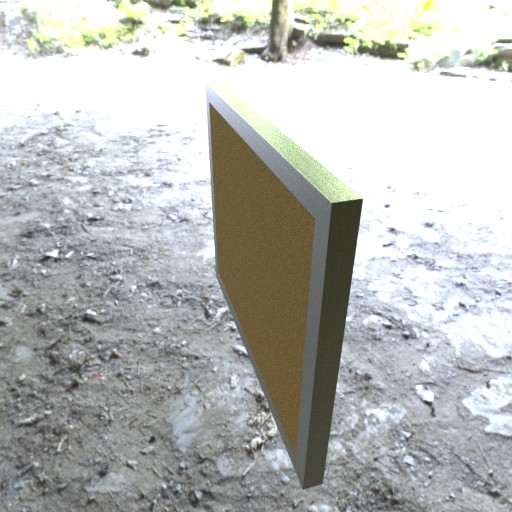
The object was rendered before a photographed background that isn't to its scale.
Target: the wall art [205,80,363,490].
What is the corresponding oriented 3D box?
[{"bbox_3d":[0.000,0.000,0.745,0.032,0.456,0.557,-9,34,-14],"label":"wall art"}]
